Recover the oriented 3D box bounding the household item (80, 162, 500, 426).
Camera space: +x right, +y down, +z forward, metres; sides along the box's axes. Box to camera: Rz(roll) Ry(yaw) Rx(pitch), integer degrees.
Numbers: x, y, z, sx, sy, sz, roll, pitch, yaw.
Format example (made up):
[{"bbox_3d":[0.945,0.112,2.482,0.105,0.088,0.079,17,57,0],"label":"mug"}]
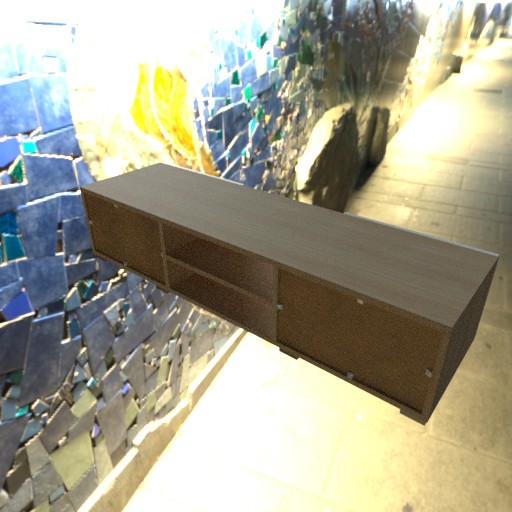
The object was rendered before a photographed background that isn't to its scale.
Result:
[{"bbox_3d":[0.000,0.000,1.541,1.400,0.310,0.420,21,35,33],"label":"household item"}]
